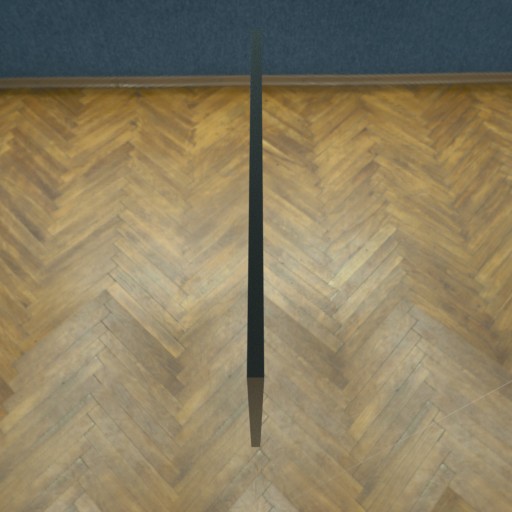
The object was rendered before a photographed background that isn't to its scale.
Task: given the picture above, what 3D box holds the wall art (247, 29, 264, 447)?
[{"bbox_3d":[0.000,0.000,0.532,0.012,0.332,0.383,0,59,0],"label":"wall art"}]
